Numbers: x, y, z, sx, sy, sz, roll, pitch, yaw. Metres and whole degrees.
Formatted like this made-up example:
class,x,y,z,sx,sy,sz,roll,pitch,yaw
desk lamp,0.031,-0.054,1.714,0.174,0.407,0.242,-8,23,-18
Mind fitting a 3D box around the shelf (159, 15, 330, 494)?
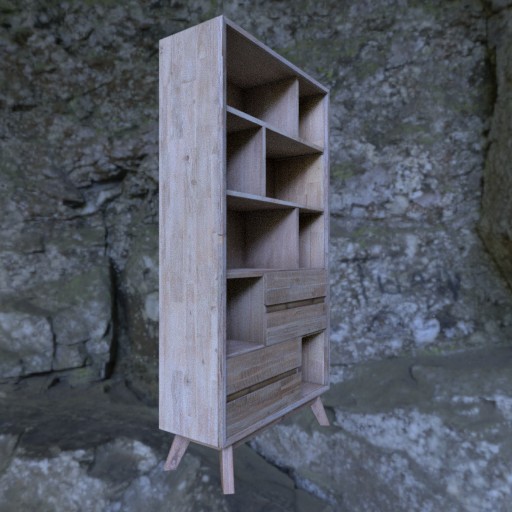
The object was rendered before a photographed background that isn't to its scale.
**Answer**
class,x,y,z,sx,sy,sz,roll,pitch,yaw
shelf,0.000,0.000,1.735,0.308,1.471,0.748,0,0,35
